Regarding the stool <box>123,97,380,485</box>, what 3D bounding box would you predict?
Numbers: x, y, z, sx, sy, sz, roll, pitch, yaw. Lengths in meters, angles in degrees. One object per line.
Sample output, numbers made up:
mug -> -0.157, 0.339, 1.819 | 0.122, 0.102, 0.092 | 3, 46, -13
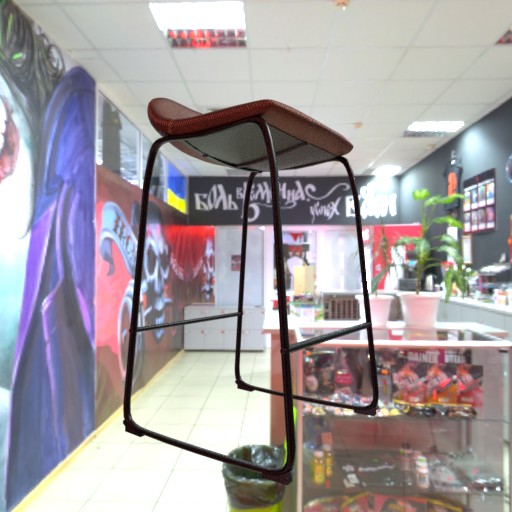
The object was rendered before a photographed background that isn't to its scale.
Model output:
stool -> 0.000, 0.000, 1.110 | 0.473, 0.830, 0.454 | -1, -1, 35
